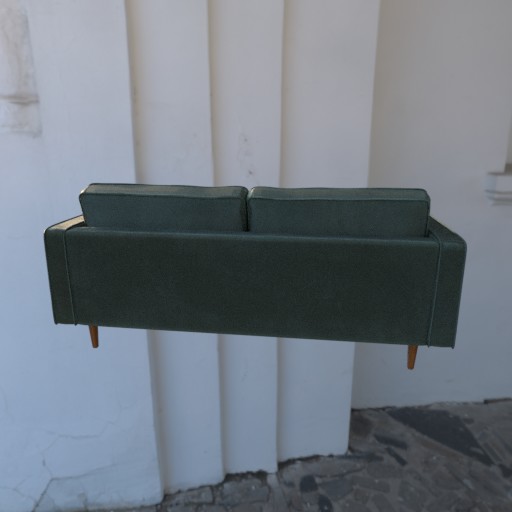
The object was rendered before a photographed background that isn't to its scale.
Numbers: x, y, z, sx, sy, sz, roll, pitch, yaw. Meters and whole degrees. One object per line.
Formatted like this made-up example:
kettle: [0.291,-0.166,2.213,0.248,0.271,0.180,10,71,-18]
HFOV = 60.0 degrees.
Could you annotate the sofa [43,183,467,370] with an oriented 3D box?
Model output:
sofa: [0.000,0.000,2.296,1.816,0.781,0.886,2,16,8]
